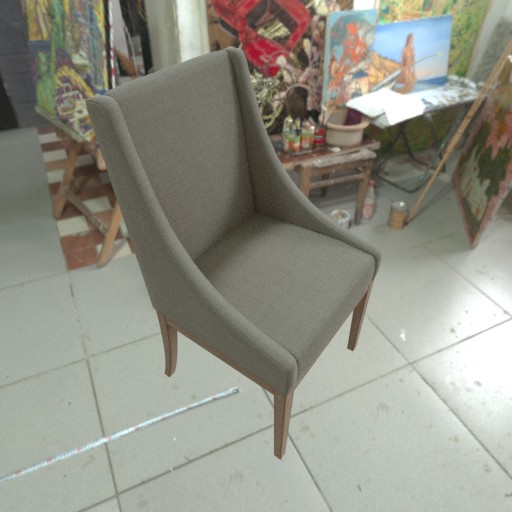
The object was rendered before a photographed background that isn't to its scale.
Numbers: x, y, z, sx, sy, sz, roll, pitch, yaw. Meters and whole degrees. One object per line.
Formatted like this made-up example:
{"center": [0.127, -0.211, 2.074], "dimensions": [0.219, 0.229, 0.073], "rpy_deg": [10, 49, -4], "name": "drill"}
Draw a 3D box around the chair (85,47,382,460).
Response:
{"center": [0.000, 0.000, 1.366], "dimensions": [0.611, 1.021, 0.575], "rpy_deg": [24, 46, 26], "name": "chair"}
